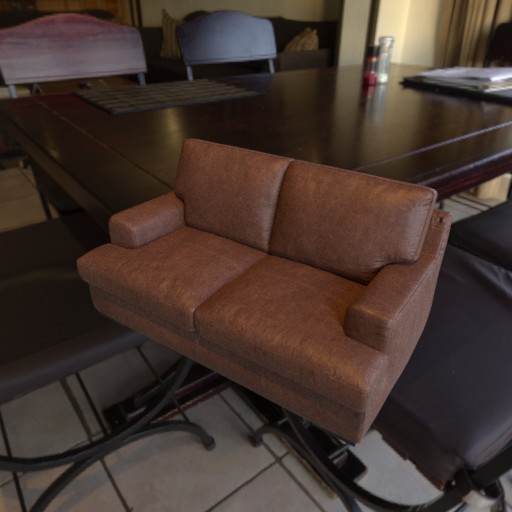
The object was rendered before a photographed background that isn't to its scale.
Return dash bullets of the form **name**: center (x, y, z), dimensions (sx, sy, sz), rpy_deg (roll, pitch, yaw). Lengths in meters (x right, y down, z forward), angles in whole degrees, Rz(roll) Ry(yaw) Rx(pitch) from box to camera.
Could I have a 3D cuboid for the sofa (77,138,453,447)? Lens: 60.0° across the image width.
- **sofa**: center (0.000, 0.000, 2.547), dimensions (1.880, 0.939, 1.143), rpy_deg (19, 36, 28)
